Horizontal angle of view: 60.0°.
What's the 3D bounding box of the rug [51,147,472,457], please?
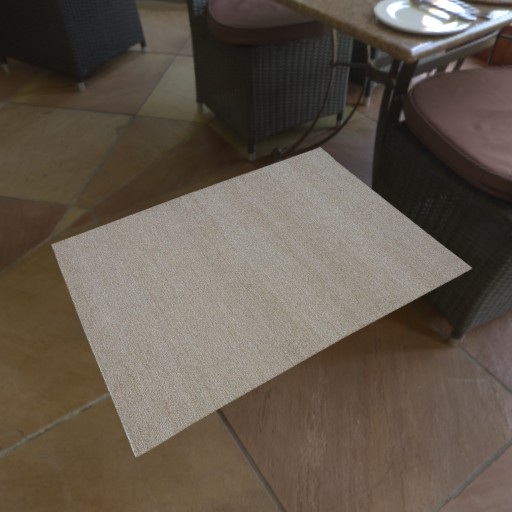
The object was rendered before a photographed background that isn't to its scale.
[{"bbox_3d":[0.000,0.000,3.676,2.869,0.038,2.032,-24,51,-20],"label":"rug"}]
